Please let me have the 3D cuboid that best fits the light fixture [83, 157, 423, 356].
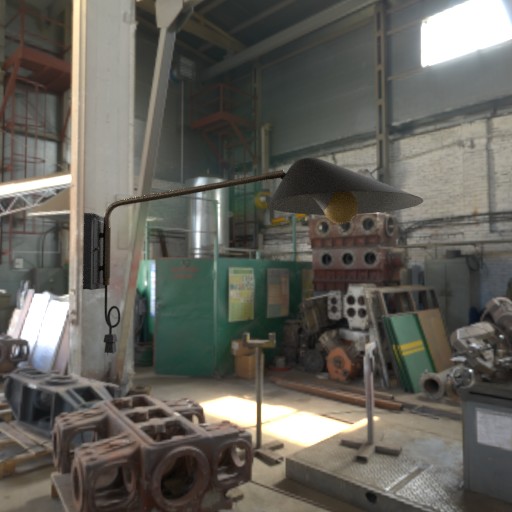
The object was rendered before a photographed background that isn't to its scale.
[{"bbox_3d":[0.000,0.000,0.701,0.516,0.312,0.240,0,-2,-1],"label":"light fixture"}]
